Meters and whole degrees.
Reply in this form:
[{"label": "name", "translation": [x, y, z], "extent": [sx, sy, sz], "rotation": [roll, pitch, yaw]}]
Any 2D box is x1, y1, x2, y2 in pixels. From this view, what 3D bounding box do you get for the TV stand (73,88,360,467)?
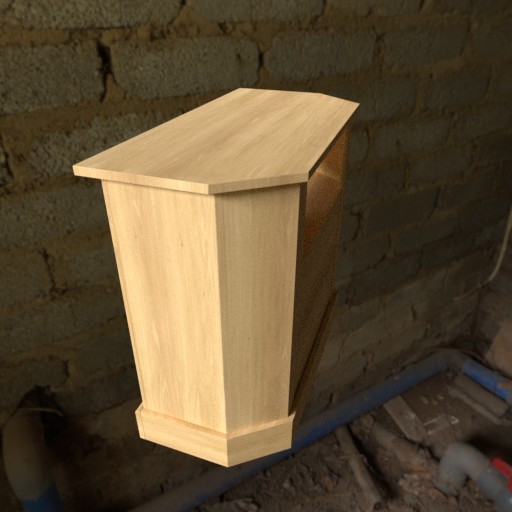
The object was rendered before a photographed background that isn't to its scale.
[{"label": "TV stand", "translation": [0.000, 0.000, 1.313], "extent": [0.425, 0.781, 0.851], "rotation": [10, 32, 17]}]
